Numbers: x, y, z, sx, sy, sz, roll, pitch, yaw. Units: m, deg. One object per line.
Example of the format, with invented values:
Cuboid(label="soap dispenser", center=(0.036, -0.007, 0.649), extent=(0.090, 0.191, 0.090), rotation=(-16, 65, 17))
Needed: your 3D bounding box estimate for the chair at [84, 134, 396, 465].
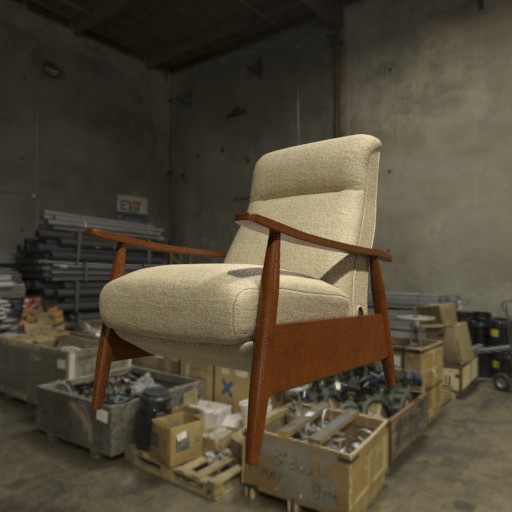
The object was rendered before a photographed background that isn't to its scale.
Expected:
Cuboid(label="chair", center=(0.000, 0.000, 1.722), extent=(0.762, 1.082, 1.014), rotation=(-1, -2, 38))
